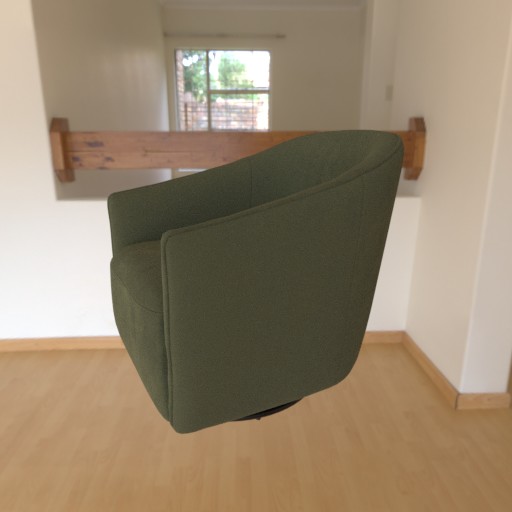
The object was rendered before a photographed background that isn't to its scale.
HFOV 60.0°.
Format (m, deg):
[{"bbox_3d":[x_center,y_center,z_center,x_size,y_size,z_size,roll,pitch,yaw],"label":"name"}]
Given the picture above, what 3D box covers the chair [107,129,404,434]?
[{"bbox_3d":[0.000,0.000,1.456,0.875,0.799,0.747,-8,18,-26],"label":"chair"}]
